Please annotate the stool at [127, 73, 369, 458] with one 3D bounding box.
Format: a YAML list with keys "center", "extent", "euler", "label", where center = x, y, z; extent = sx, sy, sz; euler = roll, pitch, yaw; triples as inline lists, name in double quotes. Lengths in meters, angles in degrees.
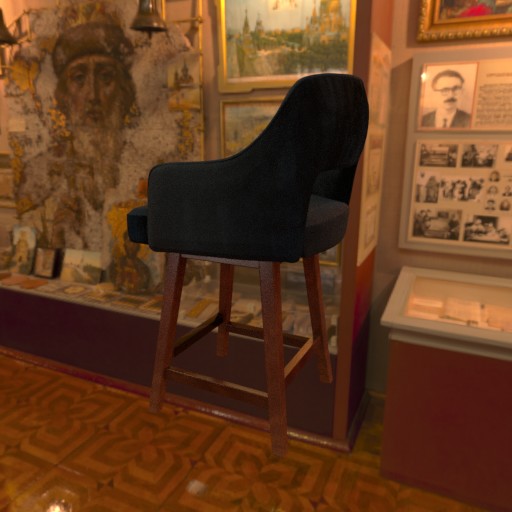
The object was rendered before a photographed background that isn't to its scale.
- center: [0.000, 0.000, 1.280]
  extent: [0.560, 0.940, 0.550]
  euler: [8, 17, 26]
  label: "stool"
